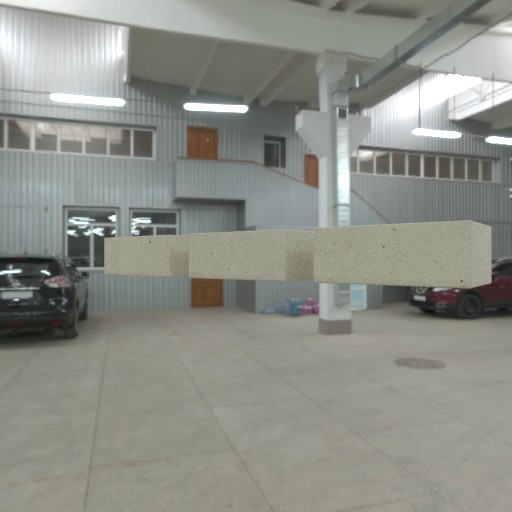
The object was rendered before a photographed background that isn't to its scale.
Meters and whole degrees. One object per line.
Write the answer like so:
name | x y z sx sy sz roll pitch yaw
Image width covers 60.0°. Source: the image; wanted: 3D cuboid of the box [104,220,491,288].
box | 0.000 0.000 0.499 0.461 0.051 0.082 0 0 37
